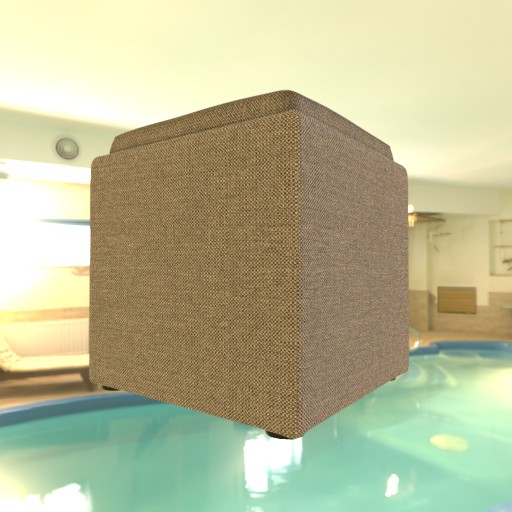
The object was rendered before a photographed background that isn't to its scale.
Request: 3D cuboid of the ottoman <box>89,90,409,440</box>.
[{"bbox_3d":[0.000,0.000,0.857,0.454,0.487,0.436,-1,-1,37],"label":"ottoman"}]
